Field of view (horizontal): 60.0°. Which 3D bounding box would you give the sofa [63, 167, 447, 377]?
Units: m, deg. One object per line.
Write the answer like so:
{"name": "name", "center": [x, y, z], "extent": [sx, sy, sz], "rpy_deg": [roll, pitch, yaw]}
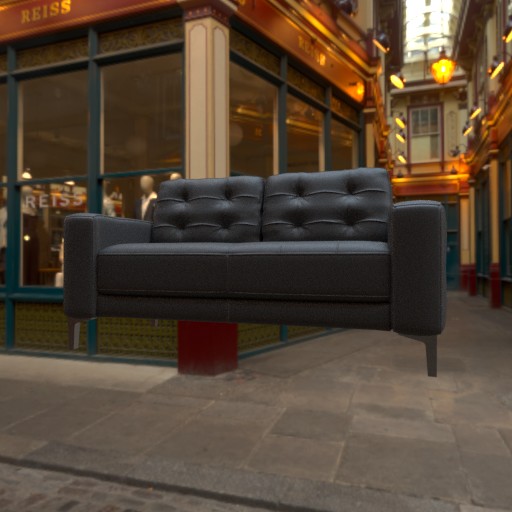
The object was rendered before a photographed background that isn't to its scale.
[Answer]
{"name": "sofa", "center": [0.000, 0.000, 2.246], "extent": [1.726, 0.893, 0.833], "rpy_deg": [0, 0, 18]}
